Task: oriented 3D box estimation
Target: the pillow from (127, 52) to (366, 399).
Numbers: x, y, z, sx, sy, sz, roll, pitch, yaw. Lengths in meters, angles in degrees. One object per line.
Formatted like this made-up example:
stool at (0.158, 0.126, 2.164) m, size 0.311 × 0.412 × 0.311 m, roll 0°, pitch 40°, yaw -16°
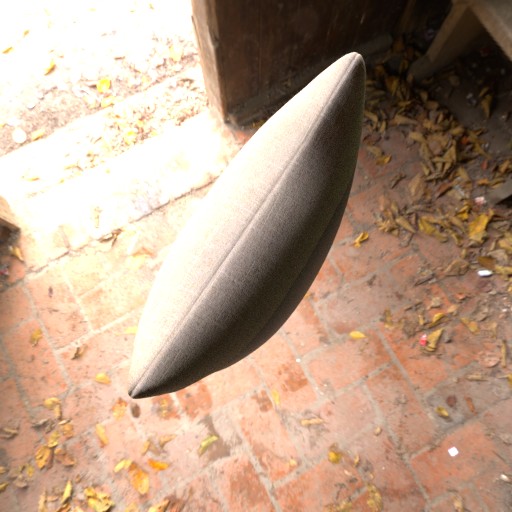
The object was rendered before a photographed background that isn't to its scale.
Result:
pillow at (0.000, 0.000, 0.622) m, size 0.173 × 0.399 × 0.414 m, roll 32°, pitch 79°, yaw 7°
